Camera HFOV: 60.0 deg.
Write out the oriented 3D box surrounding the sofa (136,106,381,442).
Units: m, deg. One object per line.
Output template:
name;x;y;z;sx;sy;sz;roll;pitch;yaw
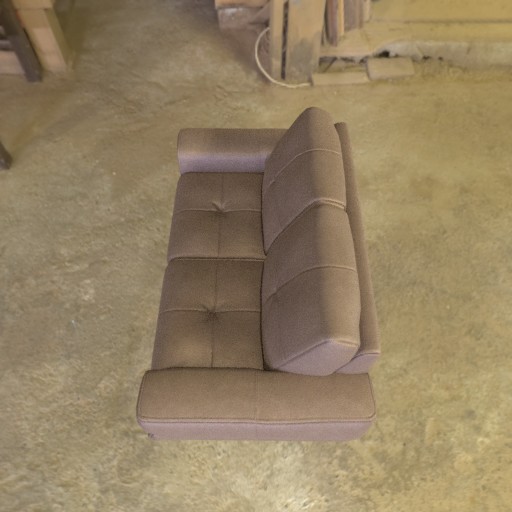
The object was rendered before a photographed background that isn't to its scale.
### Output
sofa;0.000;0.000;2.362;1.018;0.907;1.806;1;57;0
